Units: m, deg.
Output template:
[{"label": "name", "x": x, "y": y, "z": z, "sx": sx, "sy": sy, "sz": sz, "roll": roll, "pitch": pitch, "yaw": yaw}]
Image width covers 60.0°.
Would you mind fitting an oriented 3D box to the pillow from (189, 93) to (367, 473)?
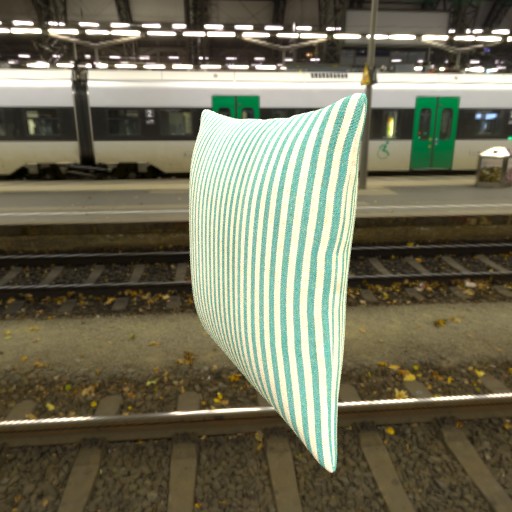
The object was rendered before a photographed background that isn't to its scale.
[{"label": "pillow", "x": 0.000, "y": 0.000, "z": 0.784, "sx": 0.166, "sy": 0.510, "sz": 0.523, "roll": -8, "pitch": 18, "yaw": -25}]
